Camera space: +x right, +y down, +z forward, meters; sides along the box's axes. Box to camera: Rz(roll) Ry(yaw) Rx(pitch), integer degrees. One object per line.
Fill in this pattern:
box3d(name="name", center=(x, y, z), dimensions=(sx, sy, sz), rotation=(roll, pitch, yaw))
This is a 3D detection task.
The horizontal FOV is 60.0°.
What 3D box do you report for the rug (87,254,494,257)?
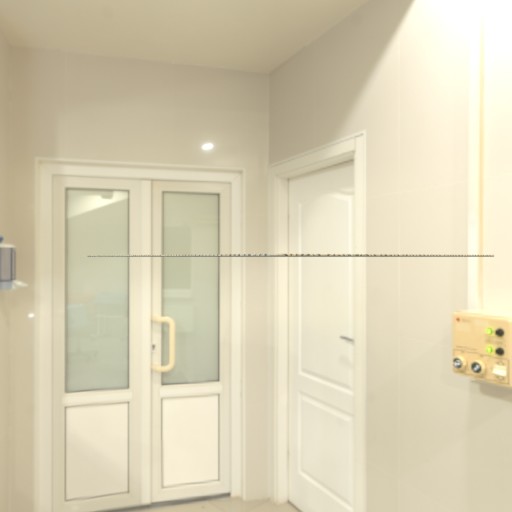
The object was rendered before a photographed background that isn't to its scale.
box3d(name="rug", center=(0.000, 0.000, 2.165), dimensions=(1.144, 0.008, 1.752), rotation=(0, 0, -36))
